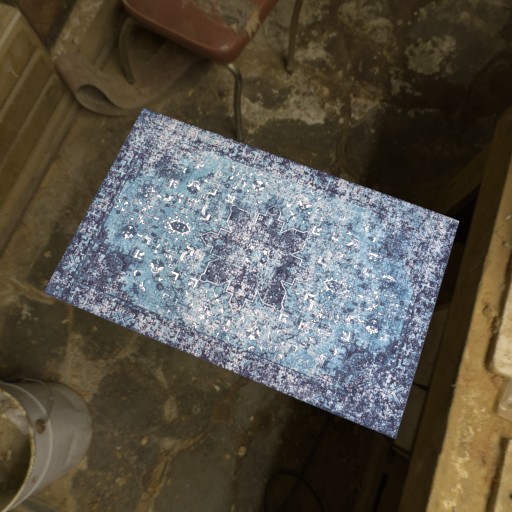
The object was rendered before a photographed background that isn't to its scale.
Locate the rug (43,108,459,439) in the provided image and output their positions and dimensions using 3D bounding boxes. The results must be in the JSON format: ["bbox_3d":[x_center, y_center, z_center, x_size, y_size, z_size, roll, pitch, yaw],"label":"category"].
[{"bbox_3d":[0.000,0.000,3.016,2.440,0.007,1.525,21,75,6],"label":"rug"}]
